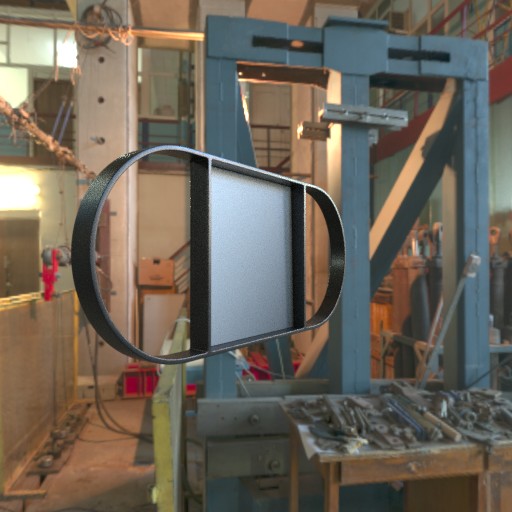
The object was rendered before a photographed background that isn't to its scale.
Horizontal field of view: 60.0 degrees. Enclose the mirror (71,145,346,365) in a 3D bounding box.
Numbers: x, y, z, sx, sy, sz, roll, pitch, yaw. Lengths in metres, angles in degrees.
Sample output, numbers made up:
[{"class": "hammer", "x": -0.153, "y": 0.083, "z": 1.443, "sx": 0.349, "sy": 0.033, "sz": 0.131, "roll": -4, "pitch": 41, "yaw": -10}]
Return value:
[{"class": "mirror", "x": 0.000, "y": 0.000, "z": 0.663, "sx": 0.032, "sy": 0.254, "sz": 0.584, "roll": 0, "pitch": -1, "yaw": 35}]
